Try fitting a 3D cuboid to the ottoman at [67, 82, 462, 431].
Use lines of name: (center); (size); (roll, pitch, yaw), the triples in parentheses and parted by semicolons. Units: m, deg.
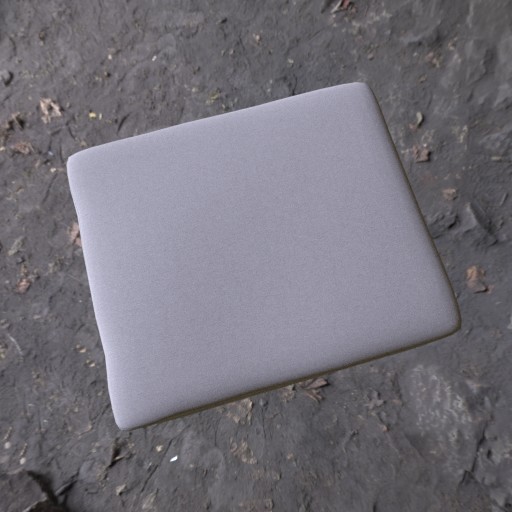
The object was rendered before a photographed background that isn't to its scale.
ottoman: (0.000, 0.000, 1.443); (0.976, 0.492, 0.836); (-15, 76, -4)
